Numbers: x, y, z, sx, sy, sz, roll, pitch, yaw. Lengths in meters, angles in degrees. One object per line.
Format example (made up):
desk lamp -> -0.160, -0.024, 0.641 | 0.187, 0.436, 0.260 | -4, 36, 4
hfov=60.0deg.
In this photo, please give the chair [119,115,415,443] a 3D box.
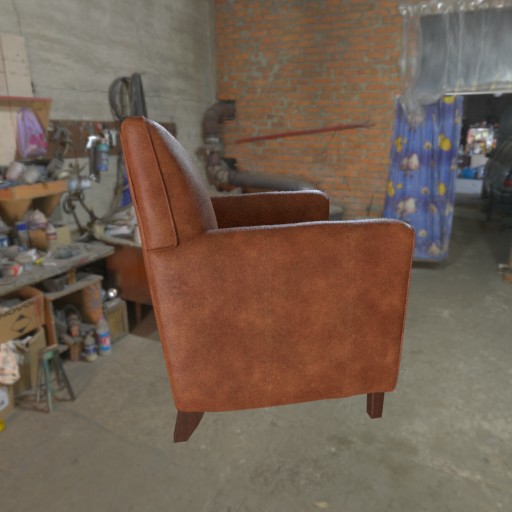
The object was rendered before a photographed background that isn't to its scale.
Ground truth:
chair -> 0.000, 0.000, 1.623 | 0.823, 0.943, 0.870 | -3, 15, -10
